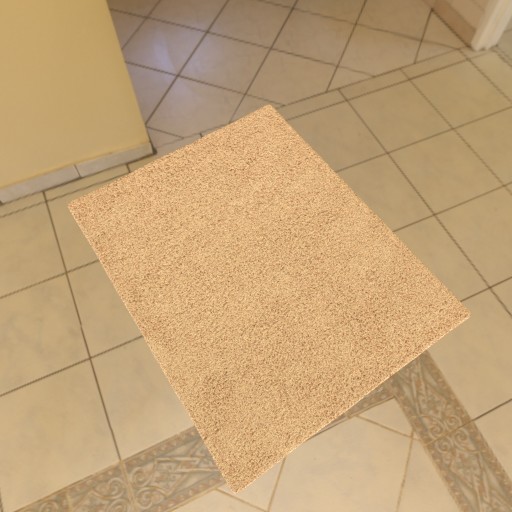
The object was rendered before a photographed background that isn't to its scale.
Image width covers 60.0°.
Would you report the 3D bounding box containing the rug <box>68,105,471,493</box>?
[{"bbox_3d":[0.000,0.000,4.090,2.438,0.029,3.047,-31,66,-15],"label":"rug"}]
